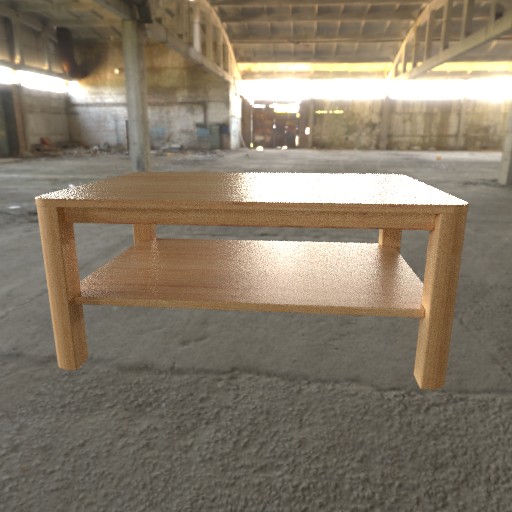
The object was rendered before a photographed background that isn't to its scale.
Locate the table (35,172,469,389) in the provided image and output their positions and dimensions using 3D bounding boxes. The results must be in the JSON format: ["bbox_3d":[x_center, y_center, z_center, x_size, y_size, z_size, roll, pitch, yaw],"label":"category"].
[{"bbox_3d":[0.000,0.000,1.374,0.997,0.445,0.696,2,16,5],"label":"table"}]
